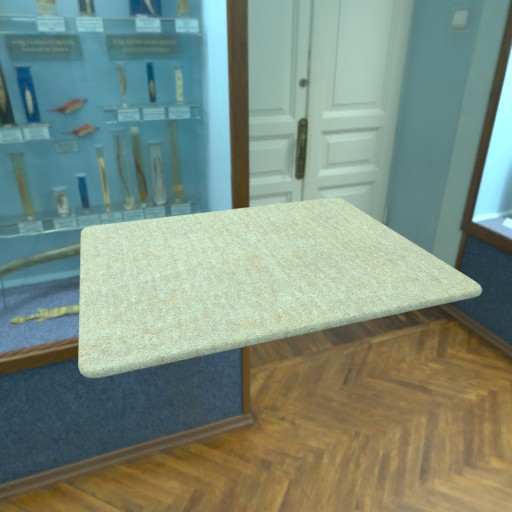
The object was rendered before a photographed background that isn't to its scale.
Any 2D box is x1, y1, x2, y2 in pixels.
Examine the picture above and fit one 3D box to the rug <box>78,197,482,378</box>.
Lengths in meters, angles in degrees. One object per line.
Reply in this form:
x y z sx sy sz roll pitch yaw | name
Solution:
0.000 0.000 3.379 2.528 0.048 2.009 -9 27 -17 | rug
